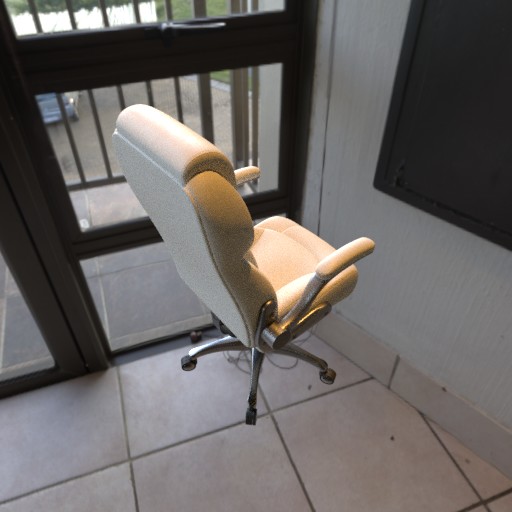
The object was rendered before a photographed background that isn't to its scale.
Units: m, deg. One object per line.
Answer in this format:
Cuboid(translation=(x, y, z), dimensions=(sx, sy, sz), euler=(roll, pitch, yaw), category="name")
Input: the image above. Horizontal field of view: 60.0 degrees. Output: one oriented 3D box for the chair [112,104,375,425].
Cuboid(translation=(0.000, 0.000, 1.815), dimensions=(0.806, 1.330, 0.755), euler=(-27, 48, -28), category="chair")
